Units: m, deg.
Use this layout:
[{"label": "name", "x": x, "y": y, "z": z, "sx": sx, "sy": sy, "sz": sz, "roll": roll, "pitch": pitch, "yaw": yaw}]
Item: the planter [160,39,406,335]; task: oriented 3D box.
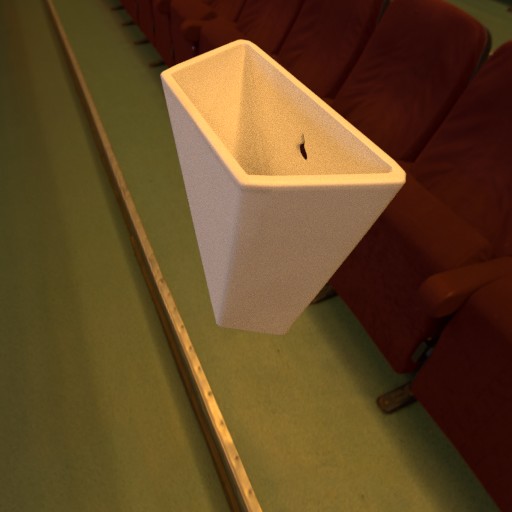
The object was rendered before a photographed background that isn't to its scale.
[{"label": "planter", "x": 0.000, "y": 0.000, "z": 0.271, "sx": 0.060, "sy": 0.197, "sz": 0.150, "roll": -19, "pitch": 49, "yaw": -17}]
